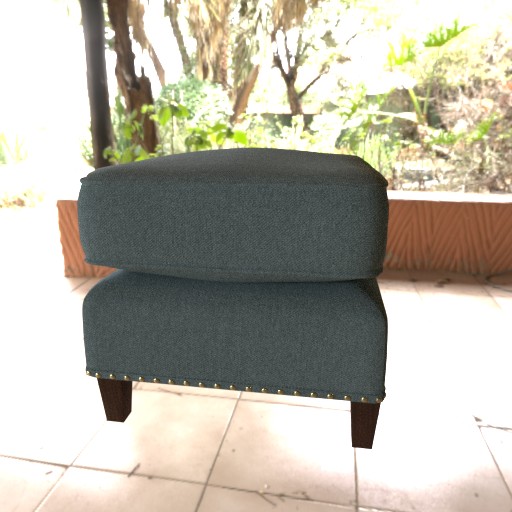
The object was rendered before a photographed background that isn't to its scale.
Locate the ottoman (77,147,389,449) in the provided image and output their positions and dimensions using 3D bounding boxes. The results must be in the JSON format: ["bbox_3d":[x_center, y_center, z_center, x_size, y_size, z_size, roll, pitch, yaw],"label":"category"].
[{"bbox_3d":[0.000,0.000,1.127,0.589,0.537,0.738,3,16,9],"label":"ottoman"}]
